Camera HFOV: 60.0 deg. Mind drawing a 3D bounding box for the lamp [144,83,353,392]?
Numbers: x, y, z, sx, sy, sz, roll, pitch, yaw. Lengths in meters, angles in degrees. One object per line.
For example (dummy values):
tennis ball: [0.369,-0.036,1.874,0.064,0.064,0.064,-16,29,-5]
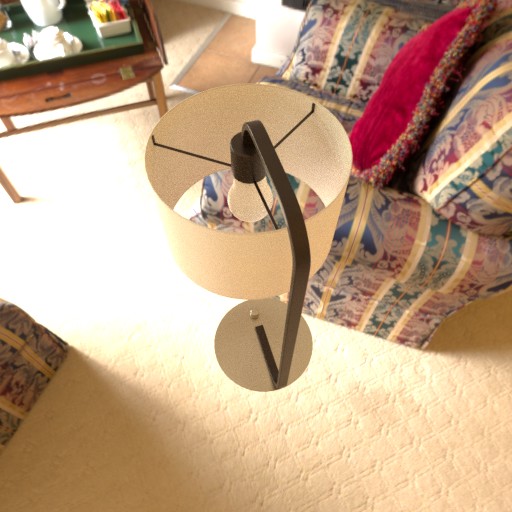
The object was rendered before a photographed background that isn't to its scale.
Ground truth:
lamp: [0.000,0.000,0.628,0.230,0.473,0.288,-14,59,-9]
